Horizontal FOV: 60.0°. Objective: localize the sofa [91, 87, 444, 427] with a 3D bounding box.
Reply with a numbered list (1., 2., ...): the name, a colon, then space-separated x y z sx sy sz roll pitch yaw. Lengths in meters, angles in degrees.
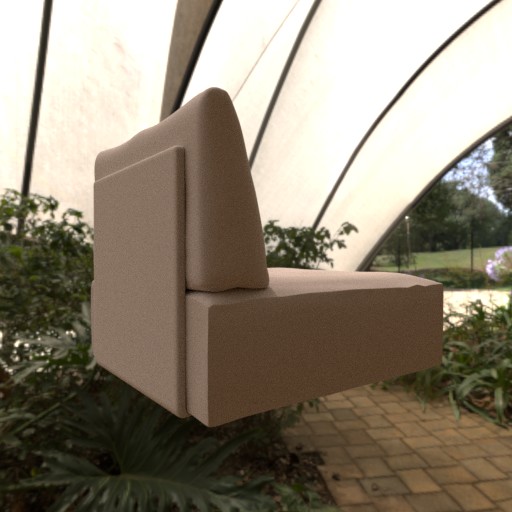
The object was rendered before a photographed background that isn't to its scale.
1. sofa: 0.000 0.000 1.675 1.000 0.828 0.935 0 0 -36
